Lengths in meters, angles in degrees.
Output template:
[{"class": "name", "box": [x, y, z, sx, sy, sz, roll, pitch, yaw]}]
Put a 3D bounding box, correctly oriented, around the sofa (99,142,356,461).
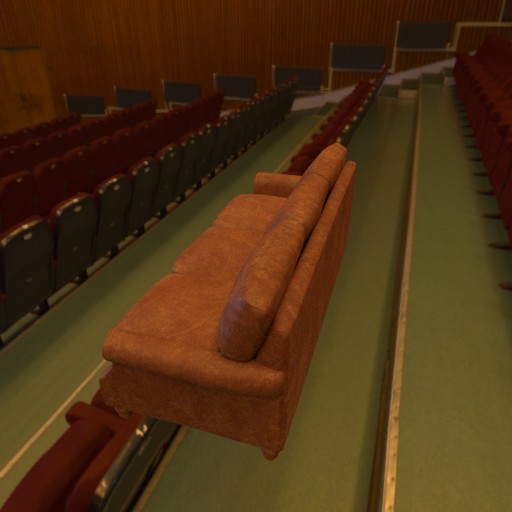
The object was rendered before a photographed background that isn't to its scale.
[{"class": "sofa", "box": [0.000, 0.000, 2.870, 0.973, 0.977, 2.351, 9, 32, 15]}]
